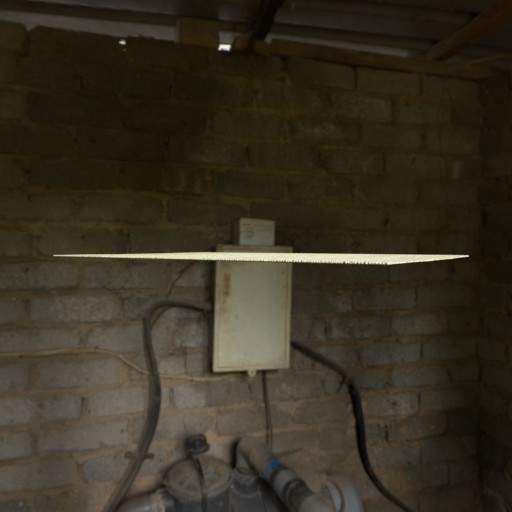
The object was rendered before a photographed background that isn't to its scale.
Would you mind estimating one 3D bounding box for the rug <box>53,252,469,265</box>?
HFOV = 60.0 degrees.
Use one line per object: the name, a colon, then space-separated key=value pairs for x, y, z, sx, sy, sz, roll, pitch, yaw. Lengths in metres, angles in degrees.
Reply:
rug: x=0.000 y=0.000 z=2.218 sx=1.758 sy=0.010 sz=1.143 roll=1 pitch=2 yaw=36
